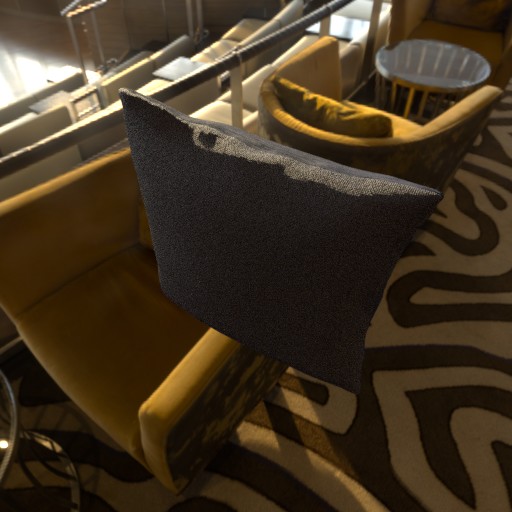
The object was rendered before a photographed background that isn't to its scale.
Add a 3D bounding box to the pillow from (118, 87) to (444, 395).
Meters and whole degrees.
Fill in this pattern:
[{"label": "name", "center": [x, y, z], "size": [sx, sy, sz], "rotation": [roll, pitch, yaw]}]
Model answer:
[{"label": "pillow", "center": [0.000, 0.000, 0.686], "size": [0.452, 0.439, 0.204], "rotation": [25, 51, 22]}]
